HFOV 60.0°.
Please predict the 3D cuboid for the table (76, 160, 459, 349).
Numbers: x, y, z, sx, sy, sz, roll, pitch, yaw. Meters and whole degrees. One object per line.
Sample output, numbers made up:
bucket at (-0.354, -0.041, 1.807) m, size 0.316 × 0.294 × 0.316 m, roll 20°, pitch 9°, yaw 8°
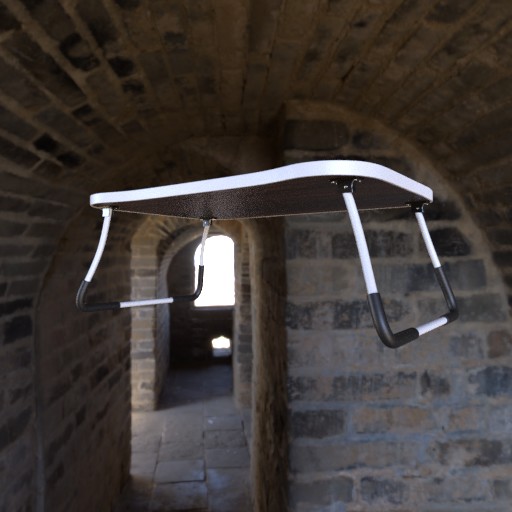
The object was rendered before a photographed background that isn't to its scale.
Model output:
table at (0.000, 0.000, 0.856) m, size 0.660 × 0.232 × 0.400 m, roll 0°, pitch -1°, yaw 36°
